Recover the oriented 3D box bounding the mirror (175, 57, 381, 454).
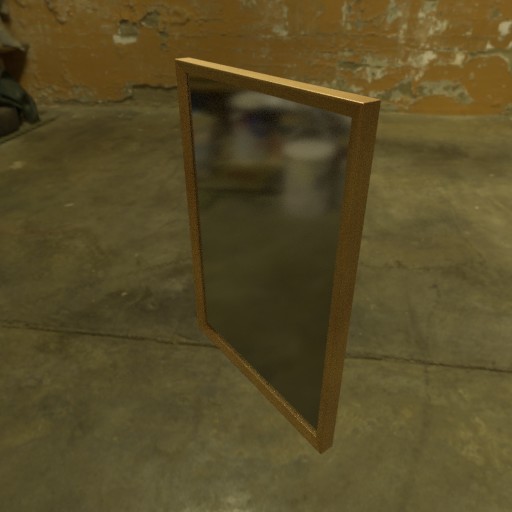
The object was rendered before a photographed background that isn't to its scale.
[{"bbox_3d":[0.000,0.000,0.926,0.039,0.710,0.507,-21,37,-31],"label":"mirror"}]
